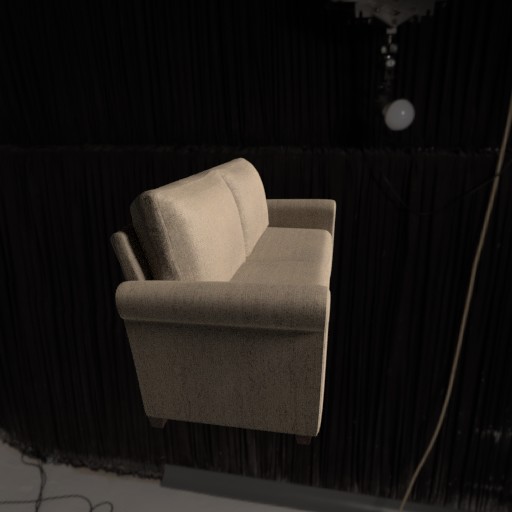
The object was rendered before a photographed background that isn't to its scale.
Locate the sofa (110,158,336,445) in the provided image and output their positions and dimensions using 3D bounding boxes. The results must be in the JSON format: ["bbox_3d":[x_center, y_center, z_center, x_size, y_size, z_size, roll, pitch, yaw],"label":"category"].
[{"bbox_3d":[0.000,0.000,2.467,0.842,0.942,1.935,3,17,10],"label":"sofa"}]
